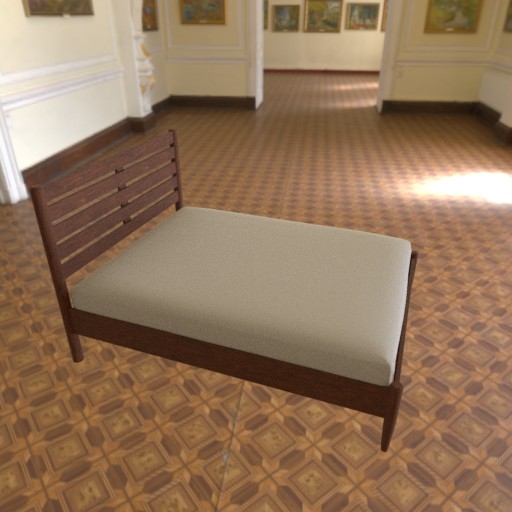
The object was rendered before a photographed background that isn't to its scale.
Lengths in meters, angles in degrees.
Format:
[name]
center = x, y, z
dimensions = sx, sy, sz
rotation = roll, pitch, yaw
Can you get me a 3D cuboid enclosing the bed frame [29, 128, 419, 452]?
[bed frame]
center = 0.000, 0.000, 3.221
dimensions = 2.234, 1.321, 1.655
rotation = 10, 30, 18
